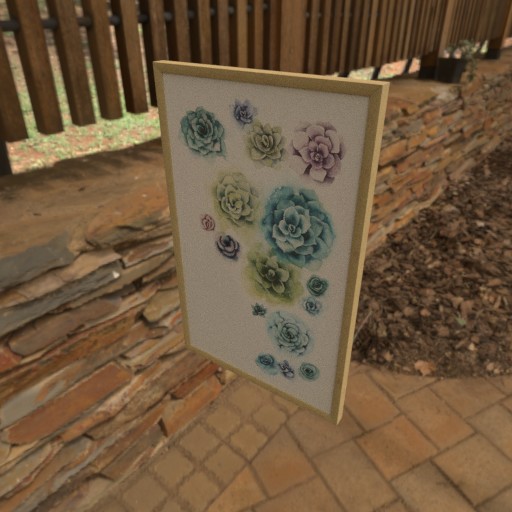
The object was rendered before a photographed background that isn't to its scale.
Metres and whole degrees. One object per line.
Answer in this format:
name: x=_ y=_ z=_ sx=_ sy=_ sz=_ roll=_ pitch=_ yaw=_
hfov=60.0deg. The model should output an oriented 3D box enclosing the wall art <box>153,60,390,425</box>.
wall art: x=0.000 y=0.000 z=1.039 sx=0.510 sy=0.810 sz=0.039 roll=19 pitch=35 yaw=29
